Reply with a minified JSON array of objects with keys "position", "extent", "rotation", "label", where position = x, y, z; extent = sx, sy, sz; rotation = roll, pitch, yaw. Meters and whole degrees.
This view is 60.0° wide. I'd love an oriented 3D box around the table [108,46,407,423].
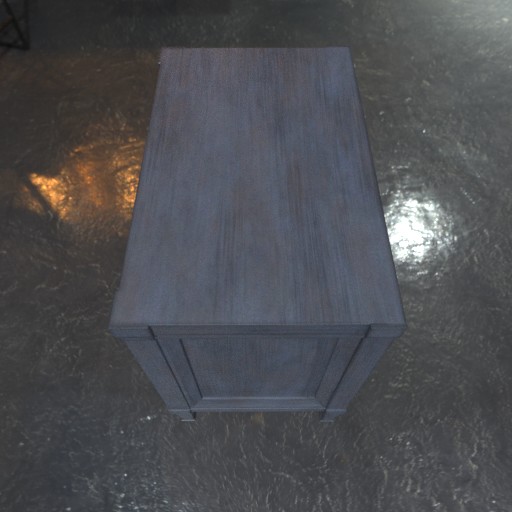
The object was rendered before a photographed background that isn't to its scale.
[{"position":[0.000,0.000,1.062],"extent":[0.413,0.660,0.660],"rotation":[0,57,0],"label":"table"}]
